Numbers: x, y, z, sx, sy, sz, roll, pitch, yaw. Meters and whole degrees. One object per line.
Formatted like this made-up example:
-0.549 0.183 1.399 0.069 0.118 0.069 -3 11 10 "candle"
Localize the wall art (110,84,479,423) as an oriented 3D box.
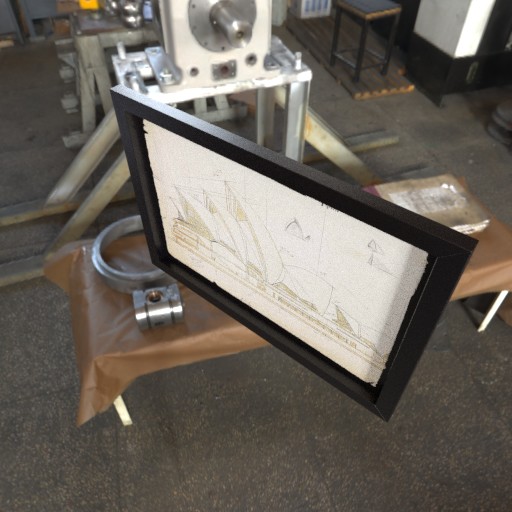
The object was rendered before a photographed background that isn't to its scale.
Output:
0.000 0.000 0.823 0.657 0.458 0.027 30 53 26 "wall art"
